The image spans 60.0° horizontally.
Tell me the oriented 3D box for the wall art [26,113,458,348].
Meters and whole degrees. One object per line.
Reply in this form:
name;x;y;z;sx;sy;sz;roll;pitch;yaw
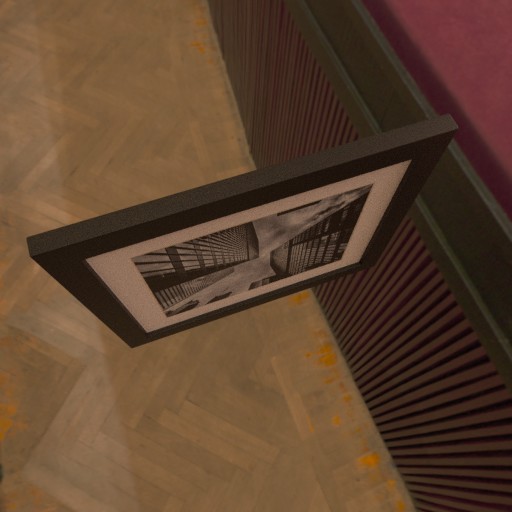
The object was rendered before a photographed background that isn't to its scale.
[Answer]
wall art;0.000;0.000;0.754;0.558;0.457;0.031;-18;66;-8
